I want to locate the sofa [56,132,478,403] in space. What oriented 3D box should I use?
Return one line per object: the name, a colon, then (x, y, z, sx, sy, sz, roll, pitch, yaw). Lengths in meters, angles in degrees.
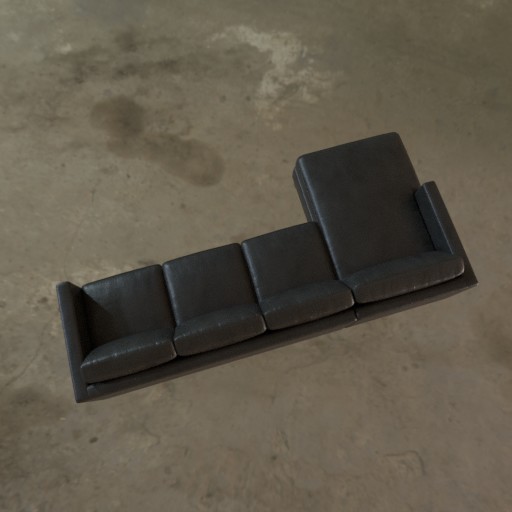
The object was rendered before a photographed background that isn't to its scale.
sofa: (0.000, 0.000, 3.841, 3.203, 0.883, 1.581, -16, 75, -4)
